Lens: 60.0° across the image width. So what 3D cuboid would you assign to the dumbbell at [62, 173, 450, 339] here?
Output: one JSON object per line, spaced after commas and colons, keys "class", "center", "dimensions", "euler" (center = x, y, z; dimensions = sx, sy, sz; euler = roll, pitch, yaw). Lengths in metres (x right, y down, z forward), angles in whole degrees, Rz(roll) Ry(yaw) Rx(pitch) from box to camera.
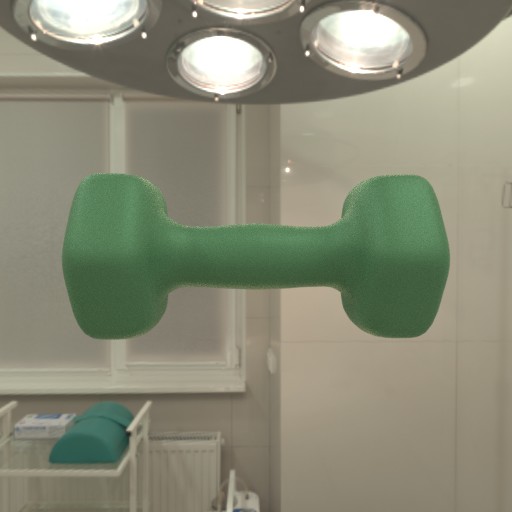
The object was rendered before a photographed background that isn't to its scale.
{"class": "dumbbell", "center": [0.000, 0.000, 0.332], "dimensions": [0.260, 0.117, 0.129], "euler": [0, 1, -1]}
